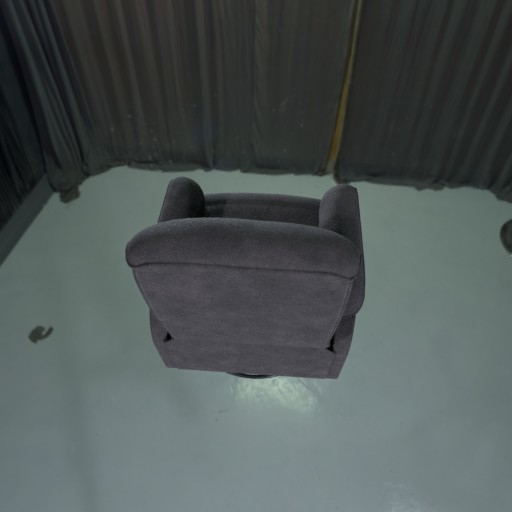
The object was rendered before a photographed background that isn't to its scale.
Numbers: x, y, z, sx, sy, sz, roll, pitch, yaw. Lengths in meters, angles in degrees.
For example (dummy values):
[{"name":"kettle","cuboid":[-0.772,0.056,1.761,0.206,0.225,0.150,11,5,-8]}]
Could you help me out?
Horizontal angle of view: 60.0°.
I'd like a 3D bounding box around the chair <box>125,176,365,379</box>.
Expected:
[{"name":"chair","cuboid":[0.000,0.000,1.728,0.830,1.035,1.009,3,46,3]}]
